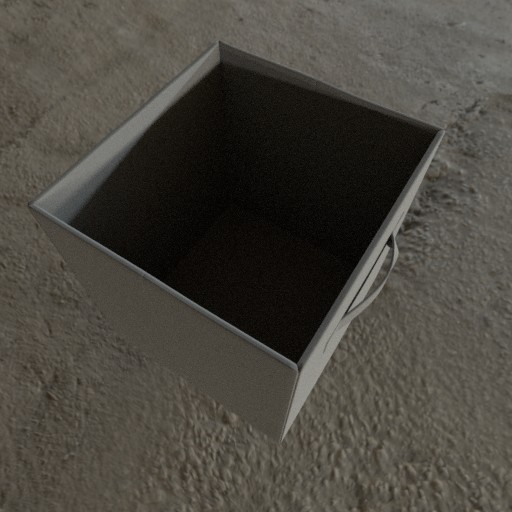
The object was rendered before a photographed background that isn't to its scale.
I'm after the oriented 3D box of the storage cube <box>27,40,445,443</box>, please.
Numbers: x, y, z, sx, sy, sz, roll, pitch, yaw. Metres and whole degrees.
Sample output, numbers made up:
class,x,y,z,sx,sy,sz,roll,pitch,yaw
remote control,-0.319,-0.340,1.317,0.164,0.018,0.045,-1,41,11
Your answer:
class,x,y,z,sx,sy,sz,roll,pitch,yaw
storage cube,0.000,0.000,0.491,0.270,0.280,0.270,29,63,17
